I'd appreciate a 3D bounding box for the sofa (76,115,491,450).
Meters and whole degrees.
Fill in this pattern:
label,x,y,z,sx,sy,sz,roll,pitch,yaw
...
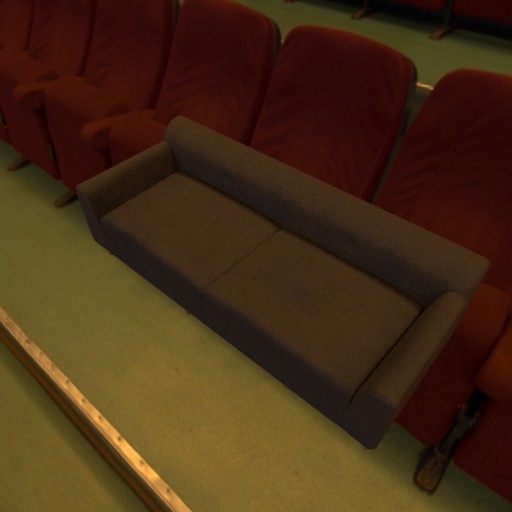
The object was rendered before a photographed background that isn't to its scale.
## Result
label,x,y,z,sx,sy,sz,roll,pitch,yaw
sofa,0.000,0.000,2.597,2.190,0.740,0.900,32,53,28
